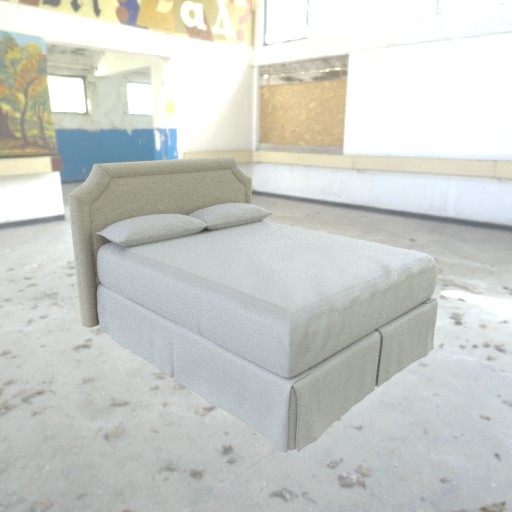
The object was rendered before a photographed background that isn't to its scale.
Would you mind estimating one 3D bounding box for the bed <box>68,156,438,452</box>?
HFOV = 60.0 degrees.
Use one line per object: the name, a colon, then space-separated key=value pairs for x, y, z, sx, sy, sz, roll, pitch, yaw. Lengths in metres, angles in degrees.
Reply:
bed: x=0.000 y=0.000 z=3.266 sx=1.828 sy=1.297 sz=2.164 roll=-15 pitch=22 yaw=-43
